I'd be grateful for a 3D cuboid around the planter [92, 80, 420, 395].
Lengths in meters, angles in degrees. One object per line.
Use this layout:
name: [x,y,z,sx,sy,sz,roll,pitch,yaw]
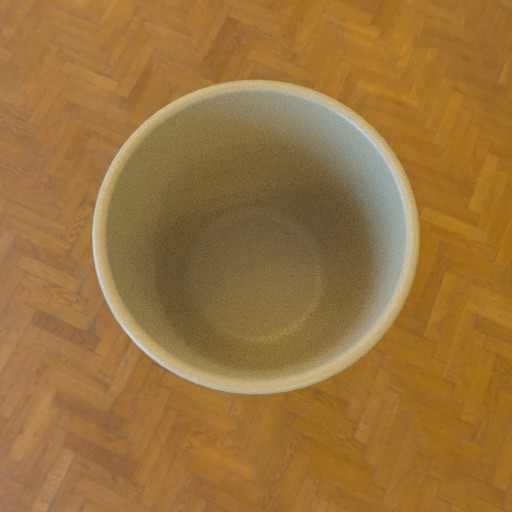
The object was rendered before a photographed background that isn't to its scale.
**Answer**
planter: [0.000,0.000,0.220,0.124,0.109,0.124,0,77,0]
